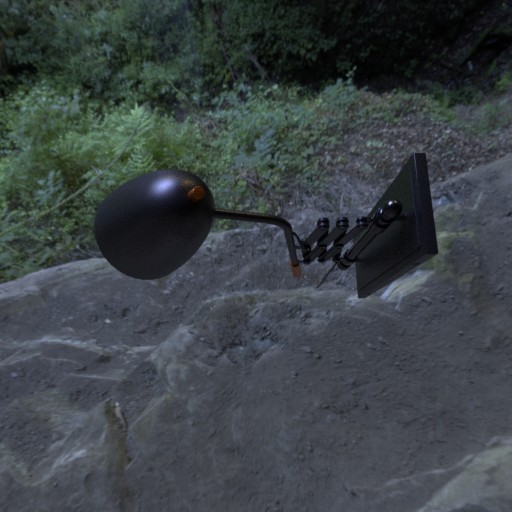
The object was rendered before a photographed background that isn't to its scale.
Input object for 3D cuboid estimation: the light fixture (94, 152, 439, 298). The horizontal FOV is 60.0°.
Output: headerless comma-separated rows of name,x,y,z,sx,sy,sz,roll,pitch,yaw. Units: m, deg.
light fixture,0.000,0.000,0.914,0.499,0.715,0.162,-2,76,0
